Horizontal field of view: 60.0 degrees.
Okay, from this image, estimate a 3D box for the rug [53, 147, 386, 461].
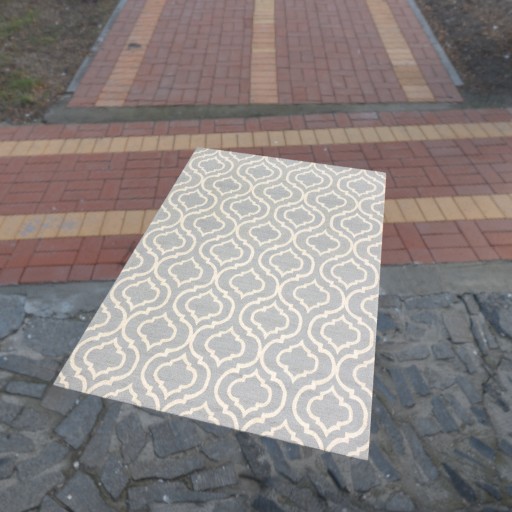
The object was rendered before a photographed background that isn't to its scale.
[{"bbox_3d":[0.000,0.000,2.649,1.451,0.010,2.080,10,47,9],"label":"rug"}]
